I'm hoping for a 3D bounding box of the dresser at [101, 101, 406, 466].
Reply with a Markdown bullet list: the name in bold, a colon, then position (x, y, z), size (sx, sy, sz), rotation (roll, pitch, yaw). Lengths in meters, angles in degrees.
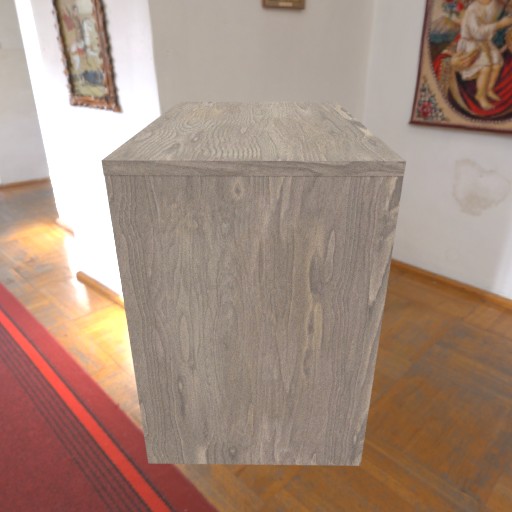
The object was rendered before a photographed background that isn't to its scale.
- **dresser**: position (0.000, 0.000, 1.299), size (0.529, 0.762, 0.809), rotation (0, 26, 1)
